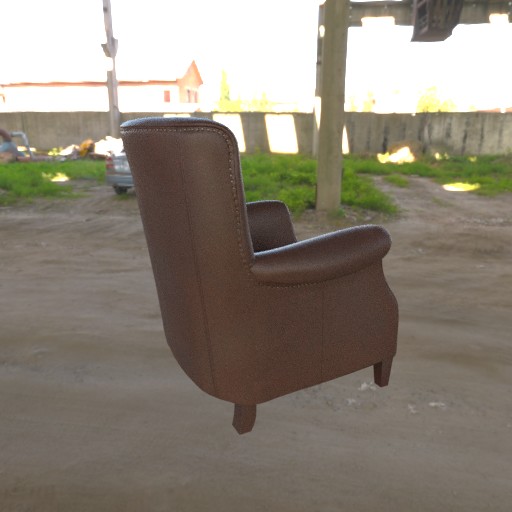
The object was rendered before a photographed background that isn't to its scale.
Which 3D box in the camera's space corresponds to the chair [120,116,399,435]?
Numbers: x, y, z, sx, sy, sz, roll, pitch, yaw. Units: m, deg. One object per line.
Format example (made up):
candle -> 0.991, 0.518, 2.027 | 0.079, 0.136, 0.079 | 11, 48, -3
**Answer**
chair -> 0.000, 0.000, 1.368 | 0.746, 0.800, 0.700 | -7, 17, -26
